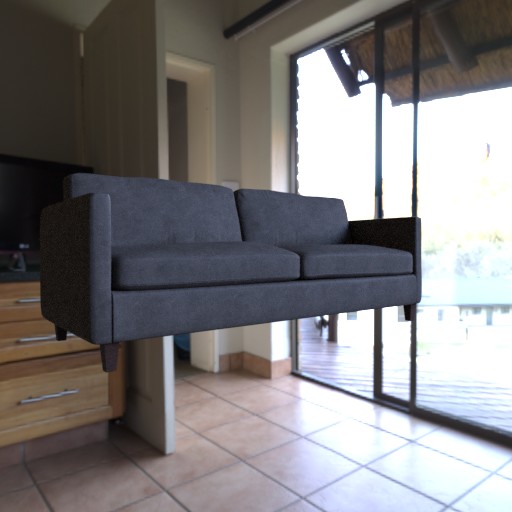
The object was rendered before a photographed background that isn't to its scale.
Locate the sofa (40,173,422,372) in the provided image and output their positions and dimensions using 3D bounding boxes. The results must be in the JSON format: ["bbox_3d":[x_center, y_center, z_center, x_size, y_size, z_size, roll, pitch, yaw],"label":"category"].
[{"bbox_3d":[0.000,0.000,2.906,2.434,0.965,0.951,-1,1,-37],"label":"sofa"}]
